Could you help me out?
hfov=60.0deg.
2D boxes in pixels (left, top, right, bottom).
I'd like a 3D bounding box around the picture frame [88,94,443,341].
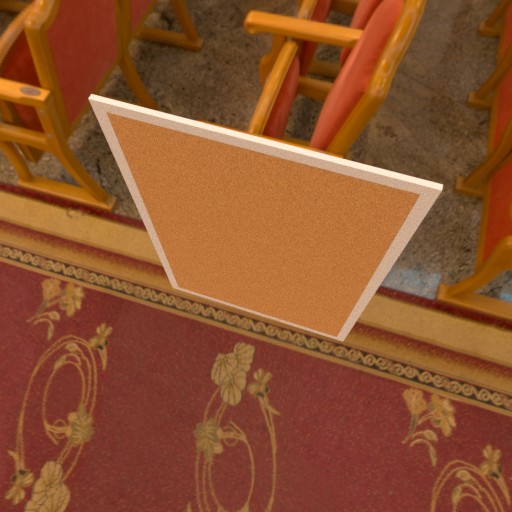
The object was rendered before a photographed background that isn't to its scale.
[{"bbox_3d":[0.000,0.000,1.210,0.659,0.940,0.013,17,65,8],"label":"picture frame"}]
